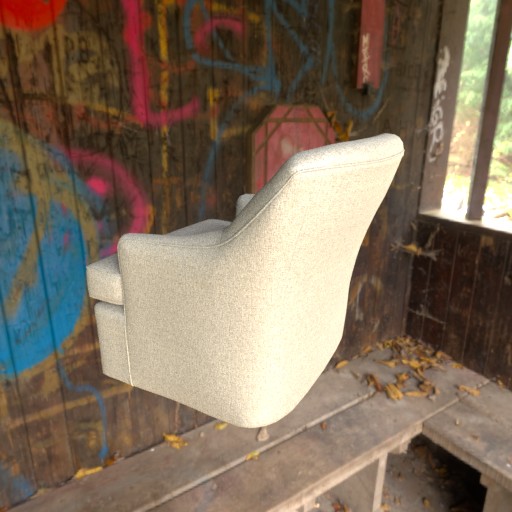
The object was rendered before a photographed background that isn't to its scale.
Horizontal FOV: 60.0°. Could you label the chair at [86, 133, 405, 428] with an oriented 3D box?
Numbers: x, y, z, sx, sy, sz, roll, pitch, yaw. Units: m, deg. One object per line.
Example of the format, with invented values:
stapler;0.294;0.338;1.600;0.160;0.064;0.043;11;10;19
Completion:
chair;0.000;0.000;1.593;0.923;0.856;0.864;9;20;26
